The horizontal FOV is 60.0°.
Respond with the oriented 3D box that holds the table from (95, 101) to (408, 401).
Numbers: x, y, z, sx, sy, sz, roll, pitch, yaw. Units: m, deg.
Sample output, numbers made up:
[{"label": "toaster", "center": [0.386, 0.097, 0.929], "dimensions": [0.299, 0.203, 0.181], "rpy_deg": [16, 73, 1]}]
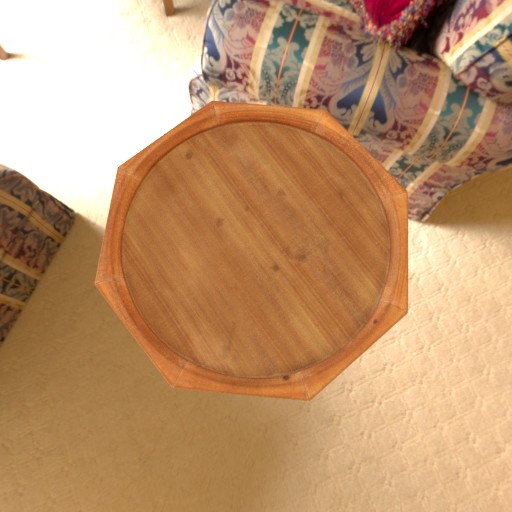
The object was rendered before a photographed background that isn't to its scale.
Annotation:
[{"label": "table", "center": [0.000, 0.000, 1.565], "dimensions": [1.002, 0.444, 1.002], "rpy_deg": [0, 74, 0]}]
